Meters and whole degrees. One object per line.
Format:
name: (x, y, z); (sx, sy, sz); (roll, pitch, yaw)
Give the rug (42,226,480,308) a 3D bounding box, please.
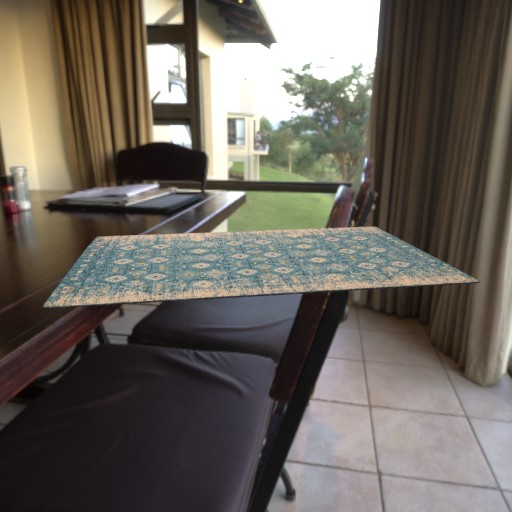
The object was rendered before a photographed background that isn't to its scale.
rug: (0.000, 0.000, 2.290); (1.795, 0.008, 1.102); (-3, 17, -9)
